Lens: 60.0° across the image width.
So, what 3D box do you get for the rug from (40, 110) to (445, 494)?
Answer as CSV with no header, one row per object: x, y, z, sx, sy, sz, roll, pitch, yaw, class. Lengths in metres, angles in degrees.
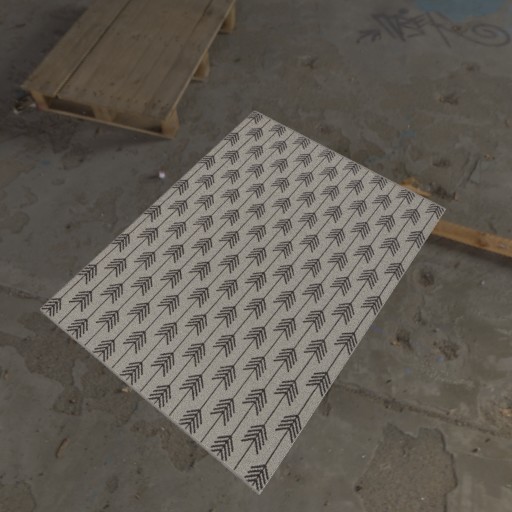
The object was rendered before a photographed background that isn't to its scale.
0.000,0.000,4.039,2.330,0.010,3.061,33,64,18,rug
